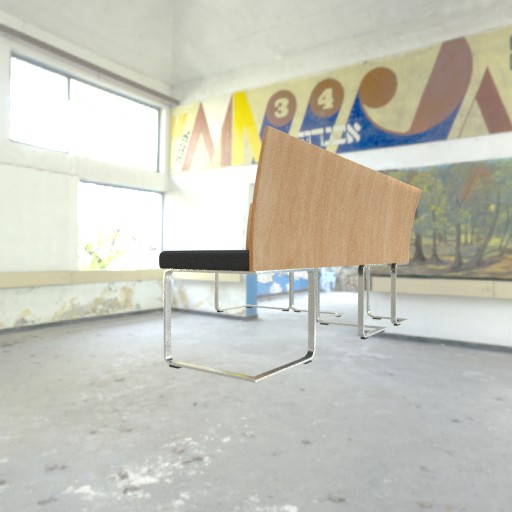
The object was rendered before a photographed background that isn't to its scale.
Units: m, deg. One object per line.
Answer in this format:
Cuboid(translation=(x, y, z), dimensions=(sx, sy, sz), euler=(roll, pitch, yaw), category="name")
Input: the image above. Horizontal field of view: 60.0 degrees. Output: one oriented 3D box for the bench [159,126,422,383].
Cuboid(translation=(0.000, 0.000, 2.782), dimensions=(1.495, 0.930, 1.945), euler=(0, 0, 35), category="bench")
